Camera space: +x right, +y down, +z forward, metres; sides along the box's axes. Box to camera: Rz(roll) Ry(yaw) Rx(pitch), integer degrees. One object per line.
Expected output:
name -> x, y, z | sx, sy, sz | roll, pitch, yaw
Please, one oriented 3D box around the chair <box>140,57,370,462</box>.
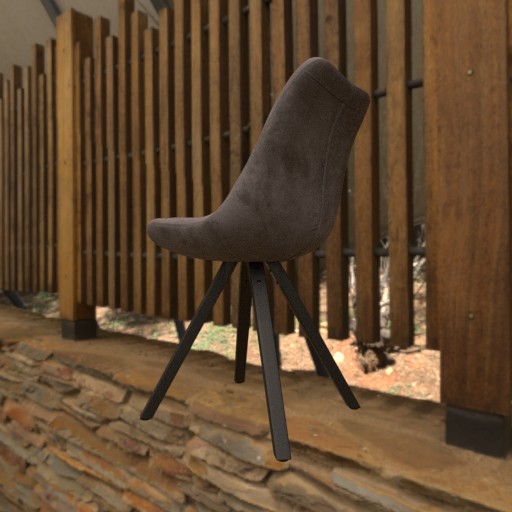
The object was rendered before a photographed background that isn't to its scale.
chair -> 0.000, 0.000, 1.197 | 0.550, 0.850, 0.485 | 0, 0, 35
